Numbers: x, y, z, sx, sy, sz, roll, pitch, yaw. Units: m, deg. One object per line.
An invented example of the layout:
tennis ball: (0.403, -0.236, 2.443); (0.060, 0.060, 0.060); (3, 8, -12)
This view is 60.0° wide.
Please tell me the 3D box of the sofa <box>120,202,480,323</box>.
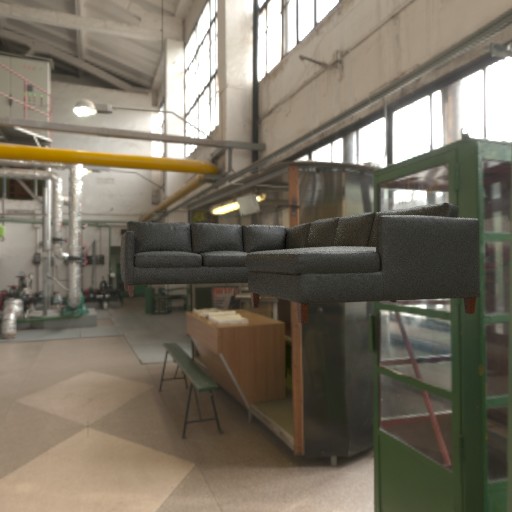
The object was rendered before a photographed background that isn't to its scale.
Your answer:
sofa: (0.000, 0.000, 4.668); (2.593, 0.923, 3.460); (0, 0, -20)
